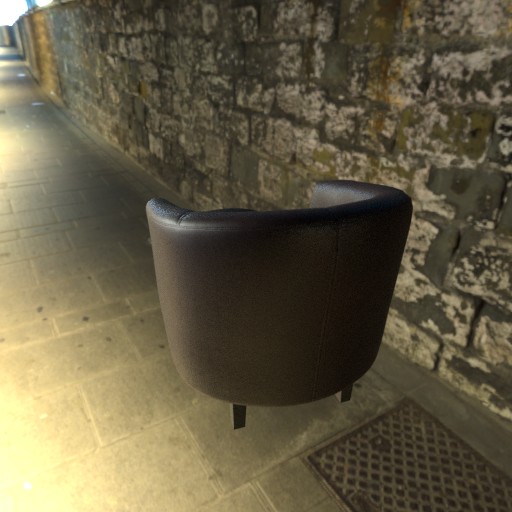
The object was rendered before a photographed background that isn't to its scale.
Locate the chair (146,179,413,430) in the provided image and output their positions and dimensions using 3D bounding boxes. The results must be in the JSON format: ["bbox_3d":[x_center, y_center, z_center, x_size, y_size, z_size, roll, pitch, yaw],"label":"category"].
[{"bbox_3d":[0.000,0.000,1.616,0.737,0.755,1.176,-8,28,-16],"label":"chair"}]
